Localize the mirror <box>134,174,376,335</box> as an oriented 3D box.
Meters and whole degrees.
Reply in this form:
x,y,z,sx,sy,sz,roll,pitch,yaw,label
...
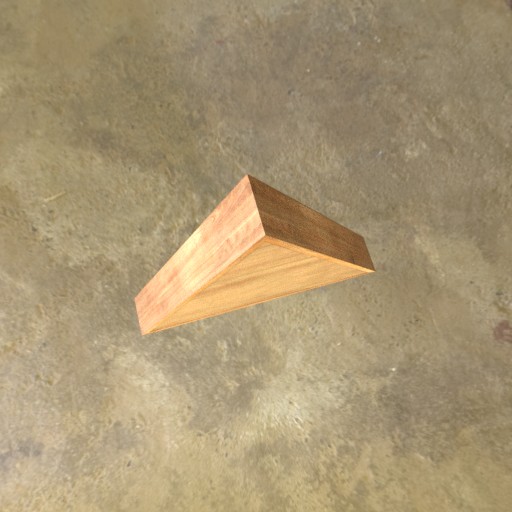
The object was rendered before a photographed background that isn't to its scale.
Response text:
x,y,z,sx,sy,sz,roll,pitch,yaw,label
0.000,0.000,0.901,0.631,0.548,0.100,-15,75,-4,mirror
